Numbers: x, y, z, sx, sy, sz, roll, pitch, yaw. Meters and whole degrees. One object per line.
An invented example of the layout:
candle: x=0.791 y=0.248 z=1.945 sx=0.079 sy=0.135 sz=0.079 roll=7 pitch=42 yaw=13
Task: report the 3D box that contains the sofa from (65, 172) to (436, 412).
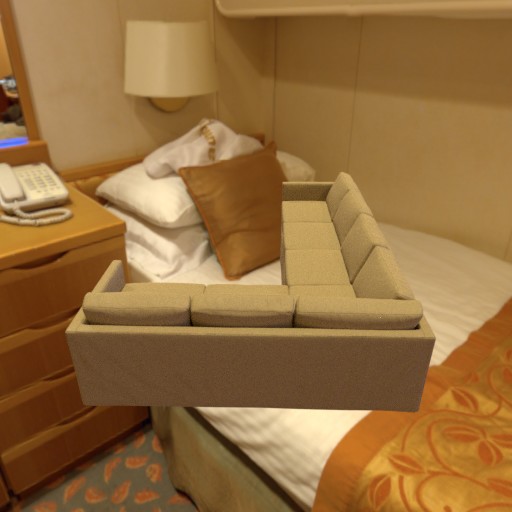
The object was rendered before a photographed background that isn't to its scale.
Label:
sofa: x=0.000 y=0.000 z=4.377 sx=2.432 sy=0.871 sz=3.182 roll=1 pitch=28 yaw=1
